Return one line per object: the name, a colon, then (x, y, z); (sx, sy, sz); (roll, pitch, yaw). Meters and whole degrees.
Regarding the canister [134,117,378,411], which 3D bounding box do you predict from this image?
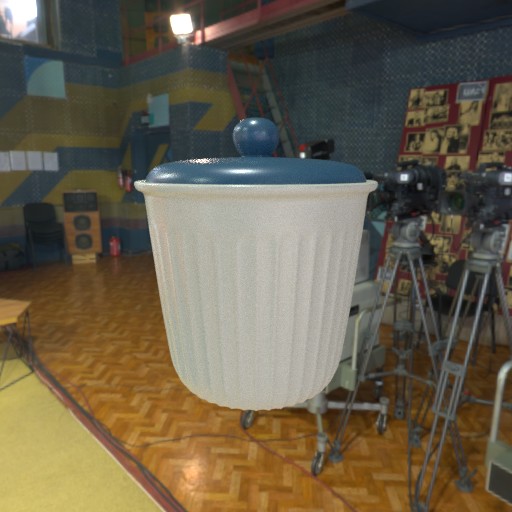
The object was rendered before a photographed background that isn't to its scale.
canister: (0.000, 0.000, 0.352); (0.181, 0.211, 0.181); (0, 11, 0)
